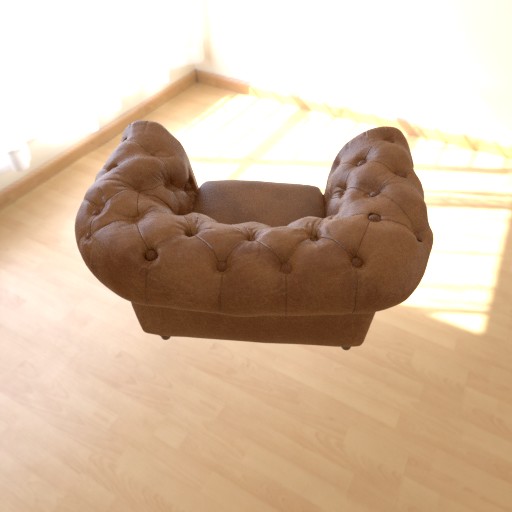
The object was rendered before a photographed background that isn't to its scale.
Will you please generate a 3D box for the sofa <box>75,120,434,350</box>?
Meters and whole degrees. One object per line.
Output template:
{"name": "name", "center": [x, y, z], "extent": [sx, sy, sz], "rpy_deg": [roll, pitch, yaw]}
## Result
{"name": "sofa", "center": [0.000, 0.000, 2.046], "extent": [1.405, 0.878, 1.033], "rpy_deg": [3, 45, 3]}
